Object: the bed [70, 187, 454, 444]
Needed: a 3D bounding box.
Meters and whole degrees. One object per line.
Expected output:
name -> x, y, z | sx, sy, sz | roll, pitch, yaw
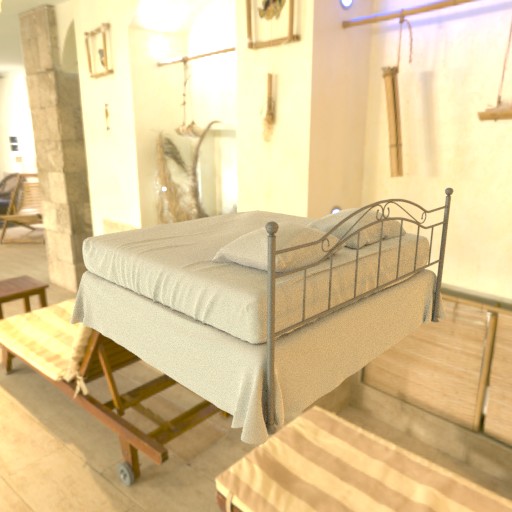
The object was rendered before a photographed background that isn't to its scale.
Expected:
bed -> 0.000, 0.000, 3.503 | 2.220, 1.080, 2.309 | 14, 20, 43
